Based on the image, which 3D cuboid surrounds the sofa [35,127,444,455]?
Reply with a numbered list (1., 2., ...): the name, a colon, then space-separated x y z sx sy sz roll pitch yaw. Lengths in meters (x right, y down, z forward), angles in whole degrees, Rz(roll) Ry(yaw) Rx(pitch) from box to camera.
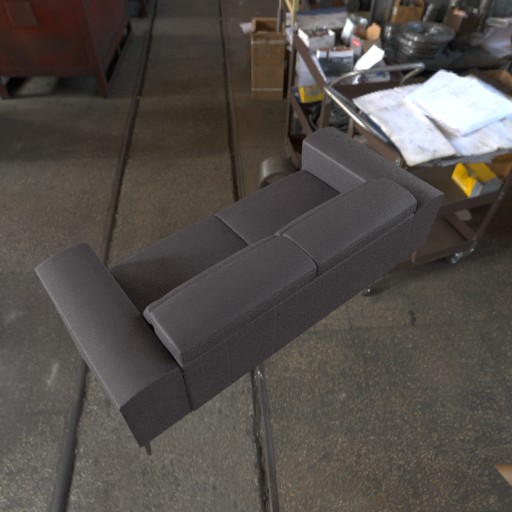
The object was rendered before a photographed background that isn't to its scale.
1. sofa: 0.000 0.000 2.819 2.330 0.814 1.048 -30 55 -25
